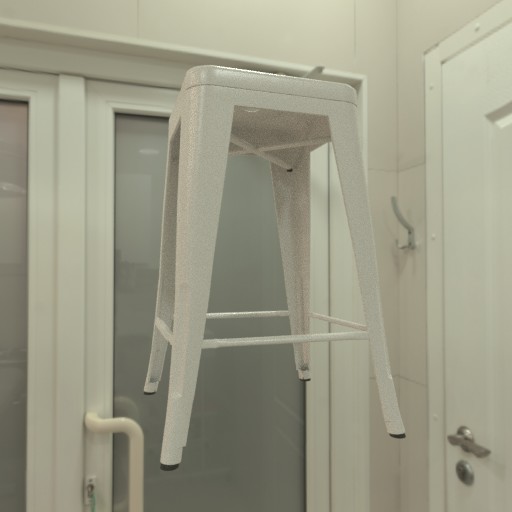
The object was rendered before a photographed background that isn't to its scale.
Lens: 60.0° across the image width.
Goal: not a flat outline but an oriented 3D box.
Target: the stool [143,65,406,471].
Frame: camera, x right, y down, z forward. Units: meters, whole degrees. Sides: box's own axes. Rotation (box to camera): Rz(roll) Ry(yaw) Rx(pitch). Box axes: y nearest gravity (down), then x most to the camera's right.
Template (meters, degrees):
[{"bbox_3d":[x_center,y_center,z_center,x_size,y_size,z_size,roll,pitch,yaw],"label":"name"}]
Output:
[{"bbox_3d":[0.000,0.000,0.876,0.406,0.610,0.406,0,-1,-18],"label":"stool"}]
